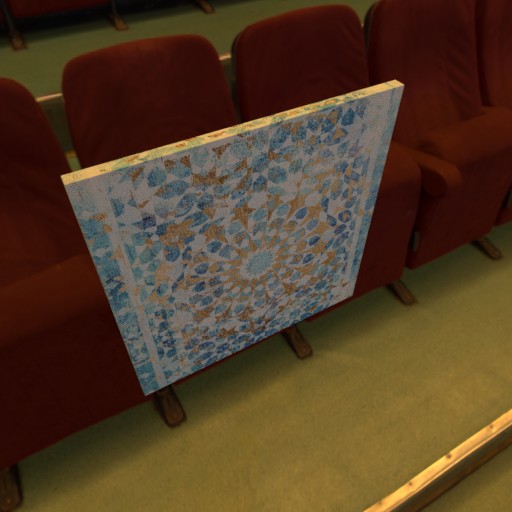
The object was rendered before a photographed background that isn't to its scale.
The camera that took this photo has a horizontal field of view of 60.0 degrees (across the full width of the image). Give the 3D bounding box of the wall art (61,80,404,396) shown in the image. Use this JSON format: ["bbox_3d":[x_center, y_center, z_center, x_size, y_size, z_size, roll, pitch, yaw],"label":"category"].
[{"bbox_3d":[0.000,0.000,1.398,0.916,0.916,0.040,-22,50,-20],"label":"wall art"}]
